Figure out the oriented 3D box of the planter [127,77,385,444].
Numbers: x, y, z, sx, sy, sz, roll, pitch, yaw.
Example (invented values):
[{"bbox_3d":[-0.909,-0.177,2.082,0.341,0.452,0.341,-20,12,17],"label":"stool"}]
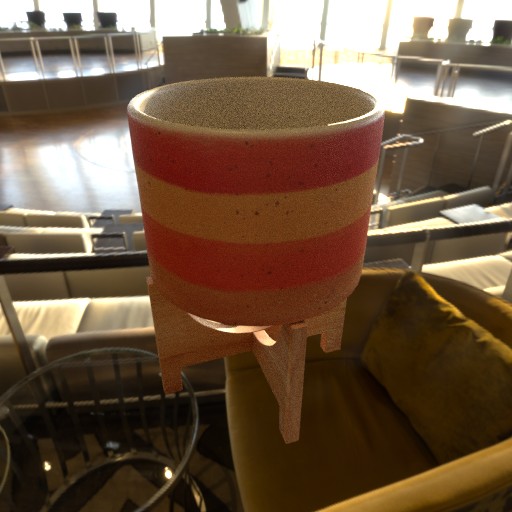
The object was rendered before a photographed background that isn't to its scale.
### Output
[{"bbox_3d":[0.000,0.000,0.550,0.269,0.379,0.269,0,31,0],"label":"planter"}]
